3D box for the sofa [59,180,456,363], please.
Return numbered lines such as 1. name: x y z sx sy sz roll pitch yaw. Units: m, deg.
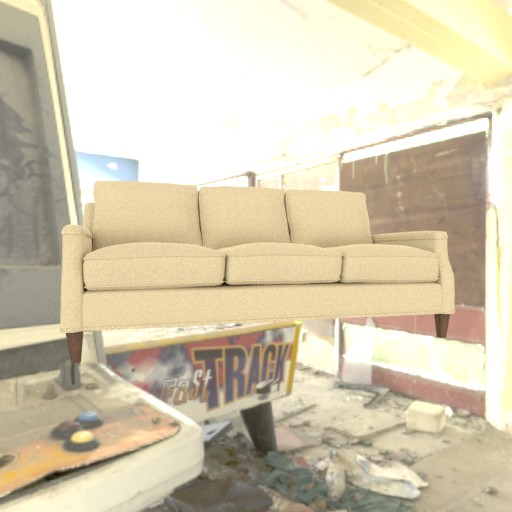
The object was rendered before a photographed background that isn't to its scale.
1. sofa: 0.000 0.000 2.875 2.246 1.003 1.084 0 0 -17
